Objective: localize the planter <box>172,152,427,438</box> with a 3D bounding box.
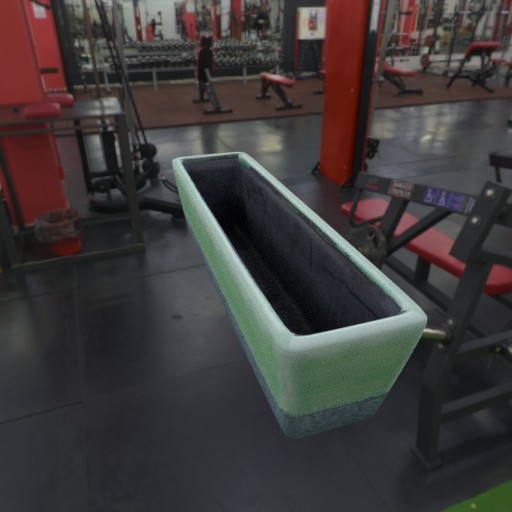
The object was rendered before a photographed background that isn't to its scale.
[{"bbox_3d":[0.000,0.000,0.311,0.072,0.072,0.275,-9,30,-16],"label":"planter"}]
